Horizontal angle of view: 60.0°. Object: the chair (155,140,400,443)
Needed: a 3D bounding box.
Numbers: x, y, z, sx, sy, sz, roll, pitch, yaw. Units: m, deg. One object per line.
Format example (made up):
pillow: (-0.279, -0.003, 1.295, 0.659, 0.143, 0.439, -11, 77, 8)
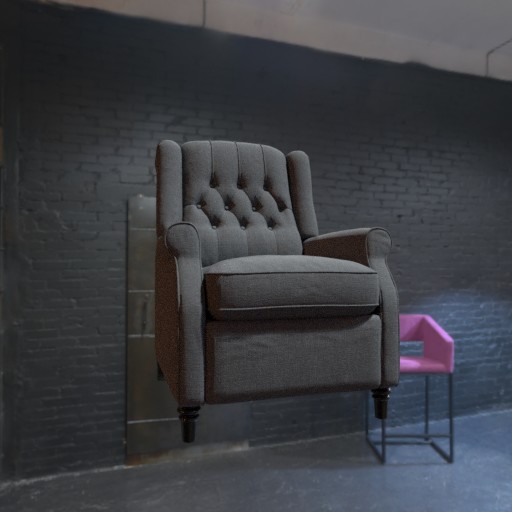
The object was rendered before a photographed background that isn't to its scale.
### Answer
chair: (0.000, 0.000, 1.654, 0.742, 1.035, 0.898, 0, -1, -18)
